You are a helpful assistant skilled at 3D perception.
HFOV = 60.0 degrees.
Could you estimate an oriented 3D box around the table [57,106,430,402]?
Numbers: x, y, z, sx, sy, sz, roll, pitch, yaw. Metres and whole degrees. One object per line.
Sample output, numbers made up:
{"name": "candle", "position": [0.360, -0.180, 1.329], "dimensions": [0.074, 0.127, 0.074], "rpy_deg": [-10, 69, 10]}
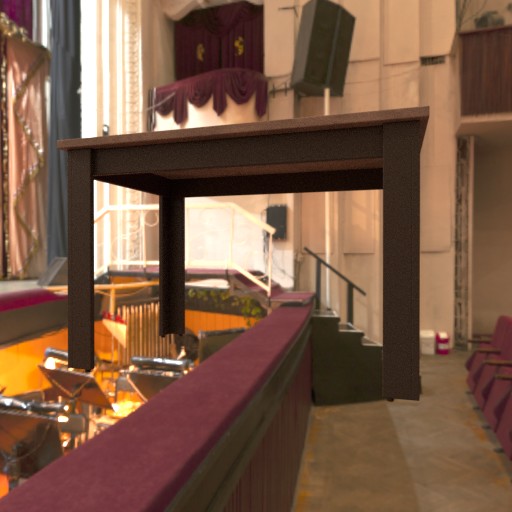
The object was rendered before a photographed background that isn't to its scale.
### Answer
{"name": "table", "position": [0.000, 0.000, 1.572], "dimensions": [1.100, 0.734, 0.700], "rpy_deg": [0, 0, 17]}
